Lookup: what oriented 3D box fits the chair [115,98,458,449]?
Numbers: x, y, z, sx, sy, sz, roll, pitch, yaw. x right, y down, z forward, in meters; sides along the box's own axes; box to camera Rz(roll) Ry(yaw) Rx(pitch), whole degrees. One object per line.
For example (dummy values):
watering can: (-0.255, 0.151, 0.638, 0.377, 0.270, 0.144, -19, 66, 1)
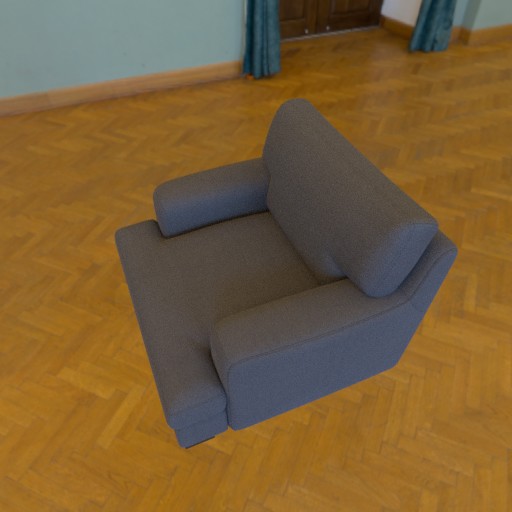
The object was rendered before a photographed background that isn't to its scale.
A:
chair: (0.000, 0.000, 1.997, 1.143, 0.940, 1.168, -17, 48, -16)
